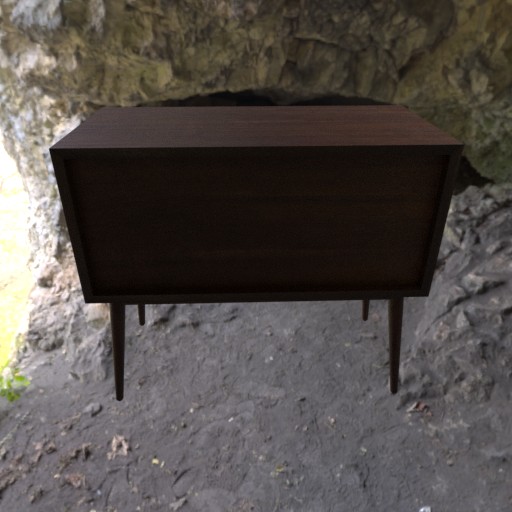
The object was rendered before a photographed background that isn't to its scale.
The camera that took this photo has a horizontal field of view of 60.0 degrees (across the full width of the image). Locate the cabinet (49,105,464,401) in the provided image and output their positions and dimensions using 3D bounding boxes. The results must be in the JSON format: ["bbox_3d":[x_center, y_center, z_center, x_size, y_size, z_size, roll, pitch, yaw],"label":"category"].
[{"bbox_3d":[0.000,0.000,1.109,0.743,0.654,0.354,-1,30,-2],"label":"cabinet"}]
